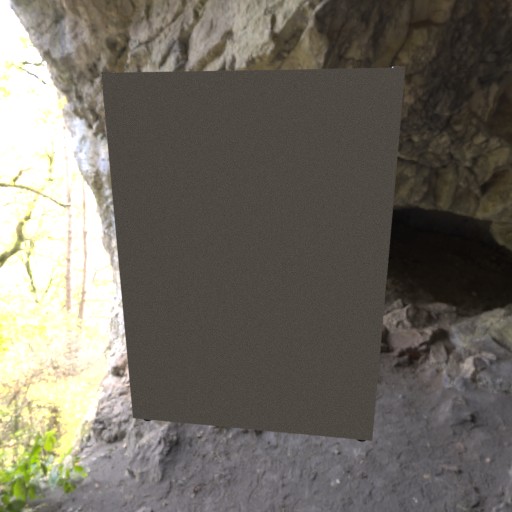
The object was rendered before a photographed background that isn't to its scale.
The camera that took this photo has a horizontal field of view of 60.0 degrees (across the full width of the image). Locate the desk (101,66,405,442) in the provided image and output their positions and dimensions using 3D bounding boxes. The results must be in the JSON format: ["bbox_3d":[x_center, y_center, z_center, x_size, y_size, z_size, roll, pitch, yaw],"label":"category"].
[{"bbox_3d":[0.000,0.000,1.577,0.850,1.190,0.390,2,17,8],"label":"desk"}]
